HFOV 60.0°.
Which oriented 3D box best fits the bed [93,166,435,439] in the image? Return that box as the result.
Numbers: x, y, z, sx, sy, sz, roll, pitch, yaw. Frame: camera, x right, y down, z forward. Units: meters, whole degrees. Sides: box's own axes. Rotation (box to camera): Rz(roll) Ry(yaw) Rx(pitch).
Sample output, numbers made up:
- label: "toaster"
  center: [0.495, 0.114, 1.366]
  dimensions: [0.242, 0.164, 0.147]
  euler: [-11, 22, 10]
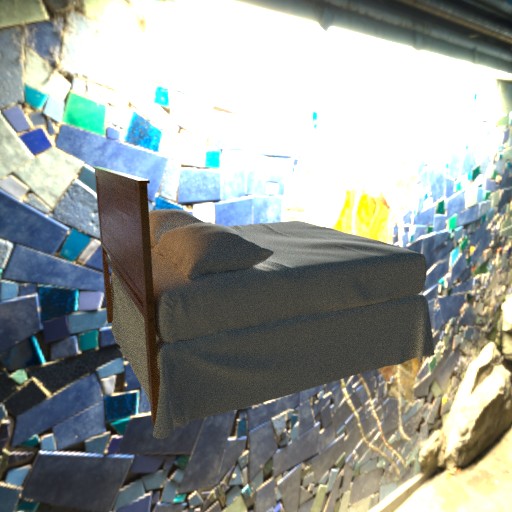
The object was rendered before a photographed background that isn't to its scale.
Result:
- label: "bed"
  center: [0.000, 0.000, 3.282]
  dimensions: [2.035, 1.273, 1.870]
  euler: [-7, 15, -26]
